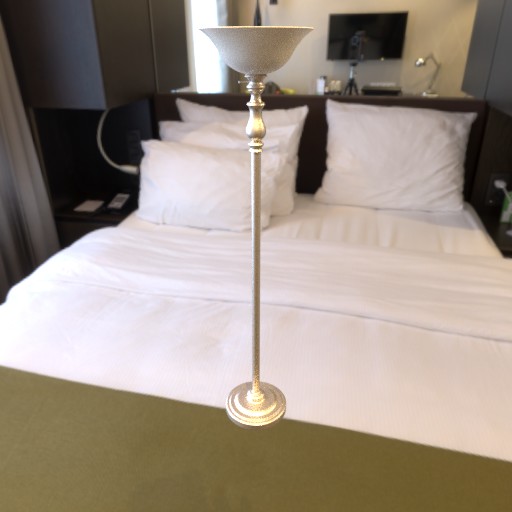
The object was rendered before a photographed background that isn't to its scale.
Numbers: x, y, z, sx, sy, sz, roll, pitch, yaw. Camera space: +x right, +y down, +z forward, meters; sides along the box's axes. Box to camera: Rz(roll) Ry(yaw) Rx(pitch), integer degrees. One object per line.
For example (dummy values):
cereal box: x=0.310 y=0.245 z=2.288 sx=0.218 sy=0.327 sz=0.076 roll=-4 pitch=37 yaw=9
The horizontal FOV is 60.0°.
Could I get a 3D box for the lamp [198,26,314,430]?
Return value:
lamp: x=0.000 y=0.000 z=1.938 sx=0.405 sy=1.771 sz=0.405 roll=-8 pitch=27 yaw=-17
